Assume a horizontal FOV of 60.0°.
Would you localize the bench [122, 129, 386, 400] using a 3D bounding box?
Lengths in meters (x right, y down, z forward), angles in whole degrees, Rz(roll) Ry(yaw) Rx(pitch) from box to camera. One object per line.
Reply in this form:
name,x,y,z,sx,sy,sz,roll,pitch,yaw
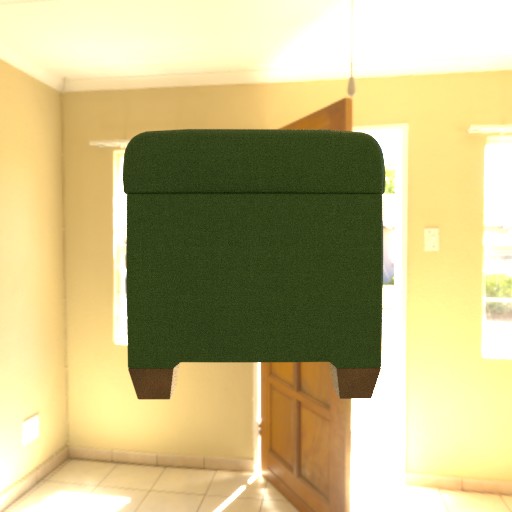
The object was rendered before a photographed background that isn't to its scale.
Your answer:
bench,0.000,0.000,1.270,0.505,0.501,0.989,0,2,-1
